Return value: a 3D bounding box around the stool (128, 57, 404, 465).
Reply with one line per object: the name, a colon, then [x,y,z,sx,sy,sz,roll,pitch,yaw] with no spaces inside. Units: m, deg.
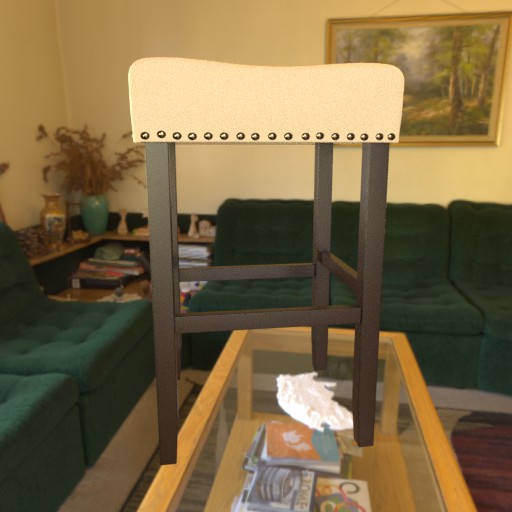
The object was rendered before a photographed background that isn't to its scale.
stool: [0.000,0.000,1.004,0.471,0.762,0.401,-2,14,-8]
